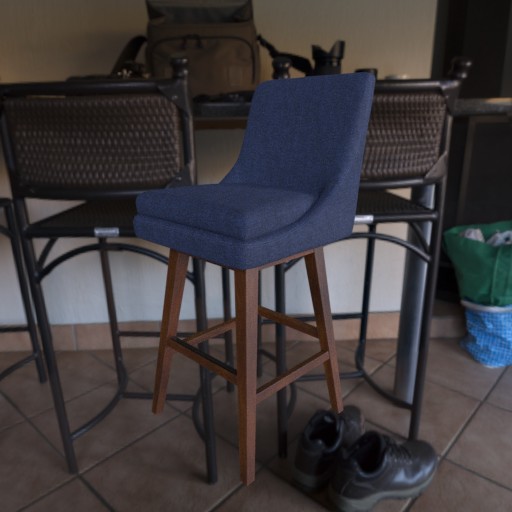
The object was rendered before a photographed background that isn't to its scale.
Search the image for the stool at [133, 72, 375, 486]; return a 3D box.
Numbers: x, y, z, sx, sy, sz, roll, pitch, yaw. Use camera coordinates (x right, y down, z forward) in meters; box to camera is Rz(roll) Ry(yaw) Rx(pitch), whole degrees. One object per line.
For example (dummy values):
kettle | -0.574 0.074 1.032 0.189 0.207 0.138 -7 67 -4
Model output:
stool | 0.000 0.000 1.371 0.489 1.068 0.572 16 23 42
